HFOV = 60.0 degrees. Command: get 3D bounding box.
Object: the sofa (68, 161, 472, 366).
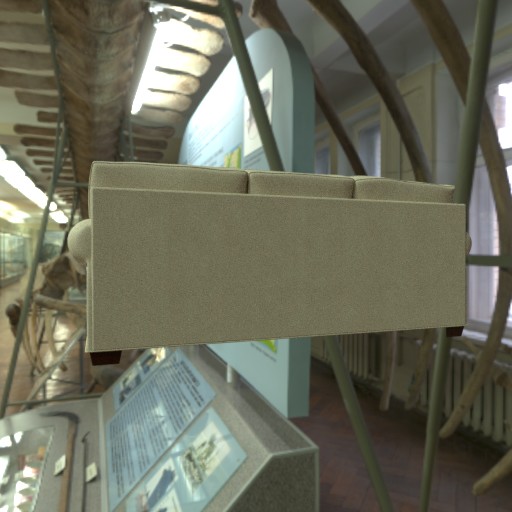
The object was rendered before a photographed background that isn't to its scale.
[{"bbox_3d":[0.000,0.000,2.328,1.770,0.734,1.226,0,0,-20],"label":"sofa"}]
